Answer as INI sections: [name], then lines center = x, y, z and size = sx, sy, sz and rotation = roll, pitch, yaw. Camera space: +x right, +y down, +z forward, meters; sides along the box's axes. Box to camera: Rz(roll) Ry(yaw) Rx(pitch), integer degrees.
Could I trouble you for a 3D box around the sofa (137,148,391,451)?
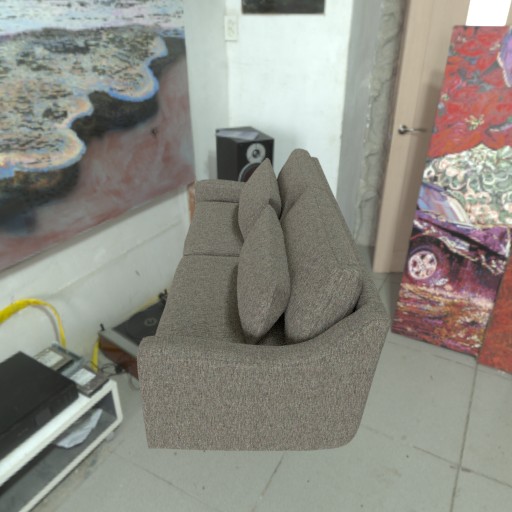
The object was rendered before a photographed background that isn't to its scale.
[sofa]
center = 0.000, 0.000, 3.008
size = 1.103, 0.998, 2.418
rotation = 0, 28, 0
